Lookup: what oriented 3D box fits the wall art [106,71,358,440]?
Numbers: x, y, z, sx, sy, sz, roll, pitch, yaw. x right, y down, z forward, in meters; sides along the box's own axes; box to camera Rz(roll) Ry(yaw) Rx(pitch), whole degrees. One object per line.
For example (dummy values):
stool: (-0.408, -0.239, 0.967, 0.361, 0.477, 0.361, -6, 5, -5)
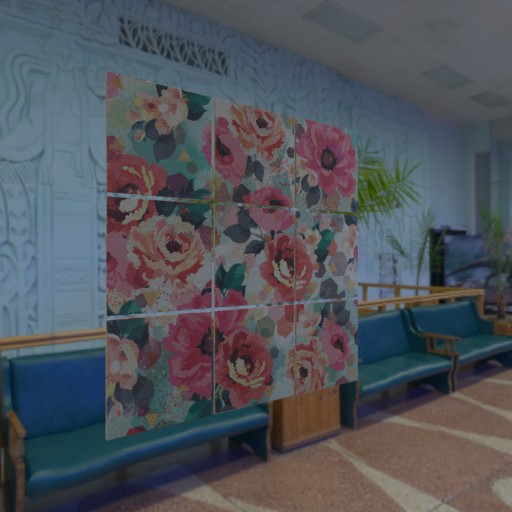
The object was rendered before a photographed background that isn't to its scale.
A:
wall art: (0.000, 0.000, 2.272, 1.521, 1.519, 0.013, 0, 0, -36)
